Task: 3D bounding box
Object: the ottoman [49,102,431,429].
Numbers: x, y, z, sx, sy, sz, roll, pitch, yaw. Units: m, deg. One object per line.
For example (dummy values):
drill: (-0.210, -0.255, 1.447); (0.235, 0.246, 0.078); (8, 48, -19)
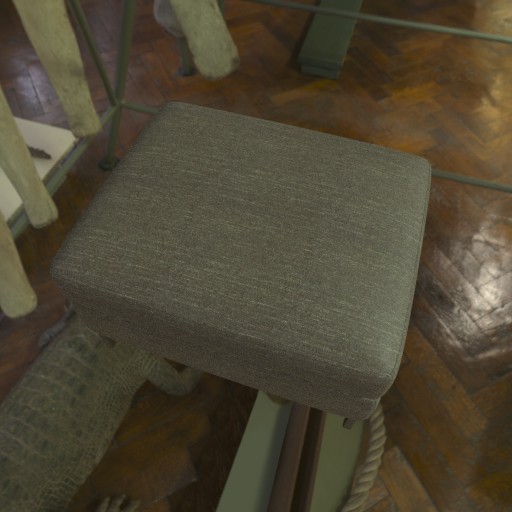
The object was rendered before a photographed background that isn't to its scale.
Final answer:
ottoman: (0.000, 0.000, 1.254); (0.820, 0.490, 0.671); (16, 57, 10)
